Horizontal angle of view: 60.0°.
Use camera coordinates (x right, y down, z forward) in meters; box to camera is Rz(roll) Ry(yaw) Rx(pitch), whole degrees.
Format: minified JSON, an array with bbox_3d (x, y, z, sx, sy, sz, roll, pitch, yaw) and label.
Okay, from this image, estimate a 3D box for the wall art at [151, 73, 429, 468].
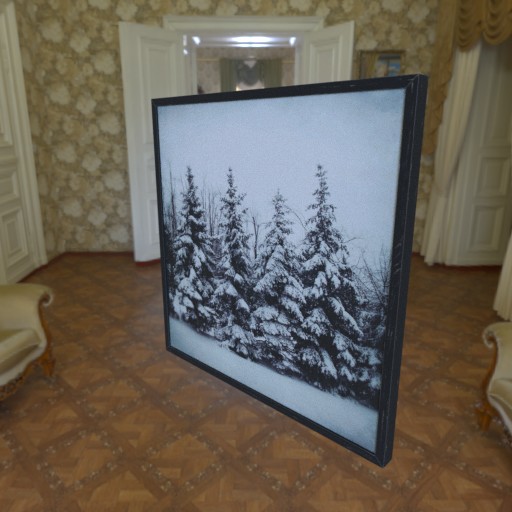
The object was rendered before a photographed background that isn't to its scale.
[{"bbox_3d":[0.000,0.000,1.081,0.761,0.761,0.037,14,21,42],"label":"wall art"}]
